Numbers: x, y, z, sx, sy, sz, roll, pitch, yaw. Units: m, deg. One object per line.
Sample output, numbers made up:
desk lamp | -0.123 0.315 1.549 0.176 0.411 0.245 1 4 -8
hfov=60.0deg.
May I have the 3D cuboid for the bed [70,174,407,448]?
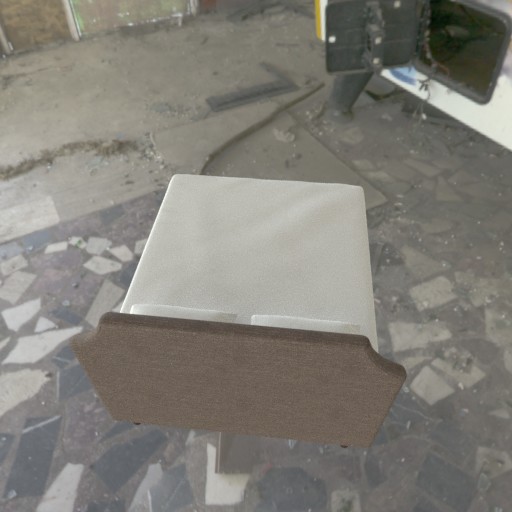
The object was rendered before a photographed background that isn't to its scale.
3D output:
bed | 0.000 0.000 4.132 2.350 1.590 2.773 5 47 4
